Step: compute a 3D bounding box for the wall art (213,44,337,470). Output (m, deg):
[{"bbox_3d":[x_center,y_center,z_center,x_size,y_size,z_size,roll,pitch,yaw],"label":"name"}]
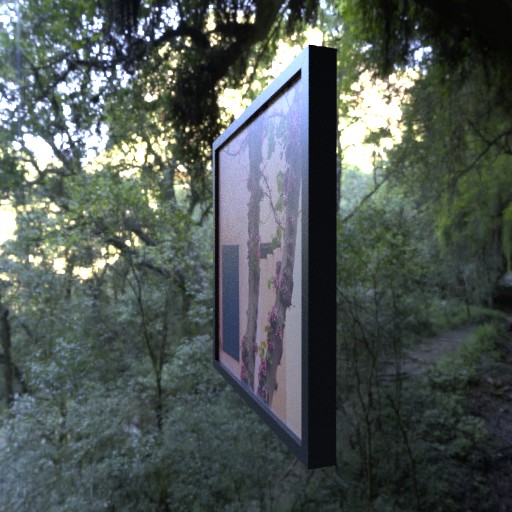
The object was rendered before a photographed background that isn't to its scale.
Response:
[{"bbox_3d":[0.000,0.000,0.775,0.038,0.508,0.508,0,1,-18],"label":"wall art"}]
